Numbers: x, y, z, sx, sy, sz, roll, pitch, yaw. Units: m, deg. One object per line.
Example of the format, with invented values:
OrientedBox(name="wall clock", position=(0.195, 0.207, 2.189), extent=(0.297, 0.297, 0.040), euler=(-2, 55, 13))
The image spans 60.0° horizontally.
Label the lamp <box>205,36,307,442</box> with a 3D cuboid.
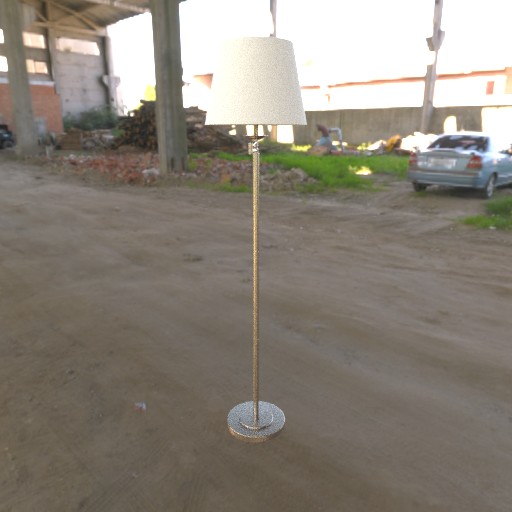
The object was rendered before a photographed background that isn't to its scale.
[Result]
OrientedBox(name="lamp", position=(0.000, 0.000, 1.681), extent=(0.355, 1.473, 0.355), euler=(0, 16, 0))
